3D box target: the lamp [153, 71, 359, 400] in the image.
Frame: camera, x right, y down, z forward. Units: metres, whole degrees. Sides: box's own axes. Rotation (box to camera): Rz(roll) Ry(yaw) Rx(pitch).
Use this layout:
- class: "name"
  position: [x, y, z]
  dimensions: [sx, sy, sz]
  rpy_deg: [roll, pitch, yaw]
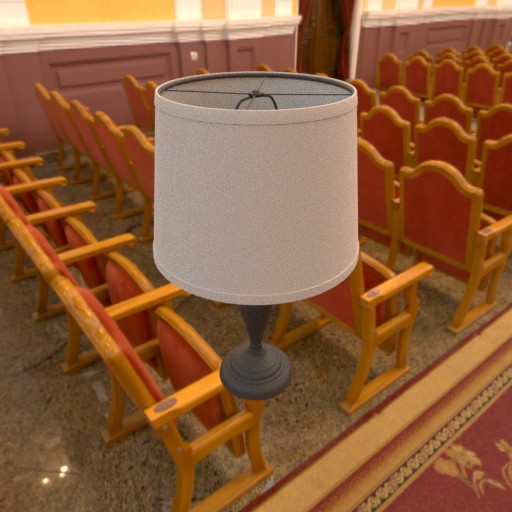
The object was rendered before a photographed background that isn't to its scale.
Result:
- class: "lamp"
  position: [0.000, 0.000, 0.693]
  dimensions: [0.310, 0.501, 0.310]
  rpy_deg: [0, 31, 0]
